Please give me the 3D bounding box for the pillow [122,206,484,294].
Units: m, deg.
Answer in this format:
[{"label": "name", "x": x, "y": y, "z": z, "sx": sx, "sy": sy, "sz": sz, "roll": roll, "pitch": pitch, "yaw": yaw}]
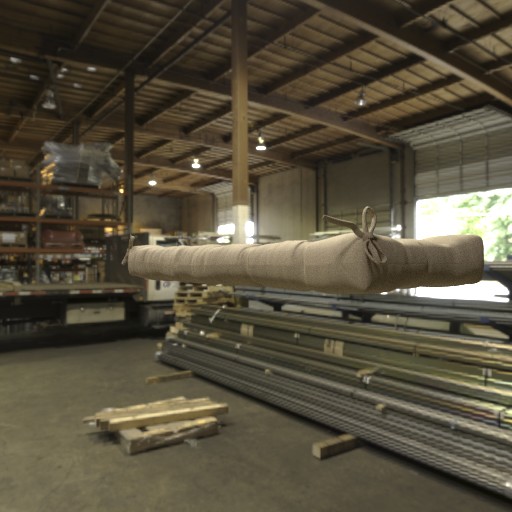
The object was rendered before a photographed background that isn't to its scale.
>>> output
[{"label": "pillow", "x": 0.000, "y": 0.000, "z": 1.337, "sx": 0.511, "sy": 0.174, "sz": 1.194, "roll": 0, "pitch": -1, "yaw": -37}]
